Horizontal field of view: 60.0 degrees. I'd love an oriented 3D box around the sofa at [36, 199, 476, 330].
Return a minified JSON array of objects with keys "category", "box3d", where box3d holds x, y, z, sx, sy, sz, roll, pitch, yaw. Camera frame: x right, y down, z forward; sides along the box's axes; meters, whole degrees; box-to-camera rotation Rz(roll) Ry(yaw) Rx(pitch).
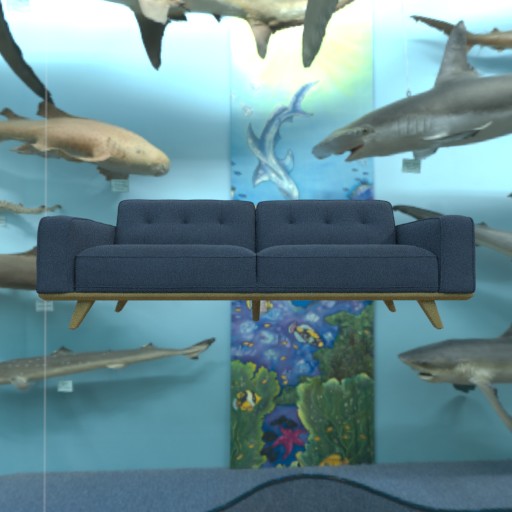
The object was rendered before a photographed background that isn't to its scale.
[{"category":"sofa","box3d":[0.000,0.000,2.720,2.270,0.782,0.953,0,-1,0]}]
